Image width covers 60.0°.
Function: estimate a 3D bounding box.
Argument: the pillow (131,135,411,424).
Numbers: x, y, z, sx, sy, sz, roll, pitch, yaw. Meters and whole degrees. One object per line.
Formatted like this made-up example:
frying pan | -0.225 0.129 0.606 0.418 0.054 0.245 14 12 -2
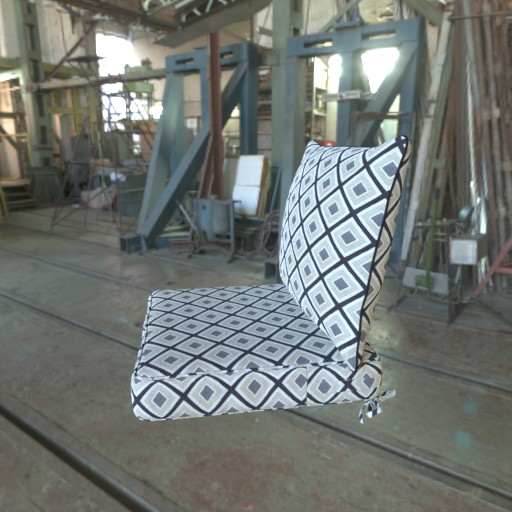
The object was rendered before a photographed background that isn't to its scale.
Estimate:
pillow | 0.000 0.000 1.390 0.733 0.722 0.798 -2 15 -9
